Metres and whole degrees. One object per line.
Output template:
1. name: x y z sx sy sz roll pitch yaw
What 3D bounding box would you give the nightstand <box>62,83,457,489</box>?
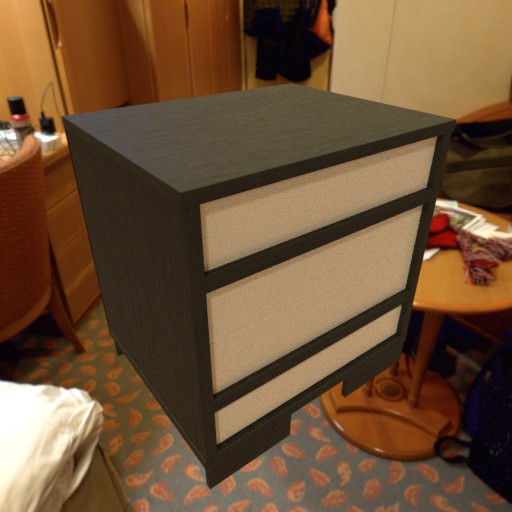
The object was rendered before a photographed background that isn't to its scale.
1. nightstand: 0.000 0.000 0.730 0.427 0.448 0.347 -21 37 -31
